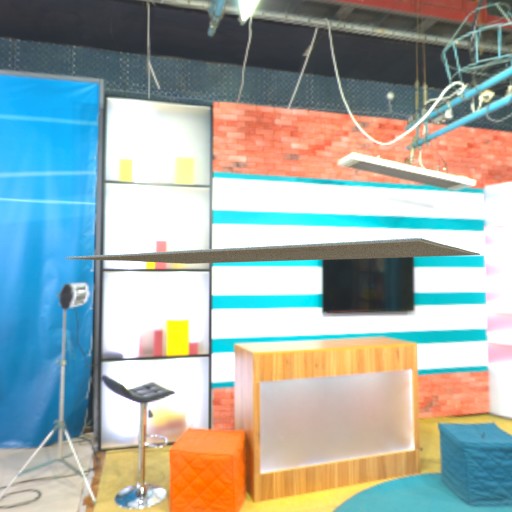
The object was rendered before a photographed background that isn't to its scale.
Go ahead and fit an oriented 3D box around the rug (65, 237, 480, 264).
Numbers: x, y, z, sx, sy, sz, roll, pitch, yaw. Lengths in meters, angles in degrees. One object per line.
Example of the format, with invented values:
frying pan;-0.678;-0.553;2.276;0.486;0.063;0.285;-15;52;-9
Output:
rug;0.000;0.000;1.440;1.219;0.007;0.604;-2;-4;36
